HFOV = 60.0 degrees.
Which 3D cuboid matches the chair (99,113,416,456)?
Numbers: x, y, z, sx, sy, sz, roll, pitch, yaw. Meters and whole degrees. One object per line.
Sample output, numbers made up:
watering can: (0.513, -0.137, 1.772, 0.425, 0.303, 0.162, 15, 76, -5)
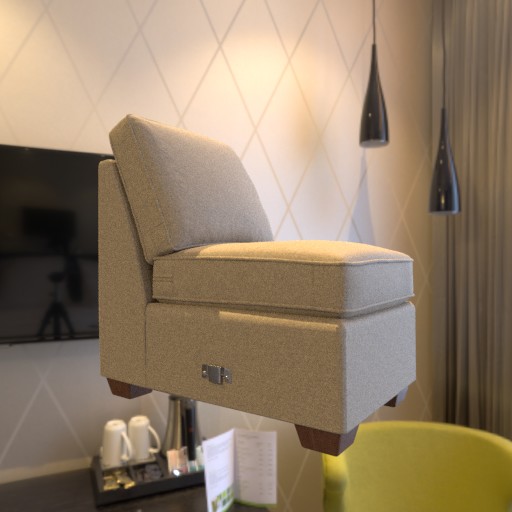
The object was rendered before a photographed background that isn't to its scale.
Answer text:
chair: (0.000, 0.000, 1.659, 1.020, 1.058, 0.674, 0, 0, 35)
